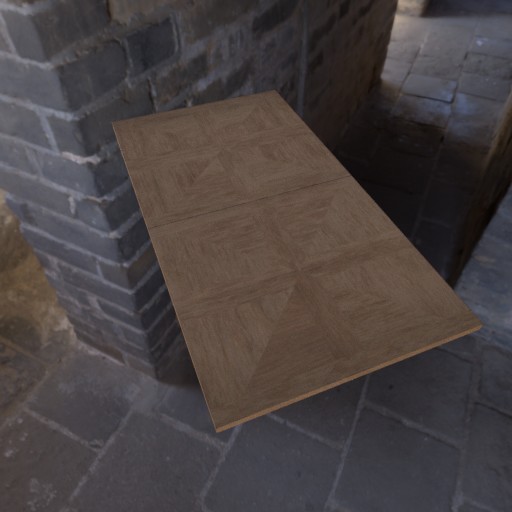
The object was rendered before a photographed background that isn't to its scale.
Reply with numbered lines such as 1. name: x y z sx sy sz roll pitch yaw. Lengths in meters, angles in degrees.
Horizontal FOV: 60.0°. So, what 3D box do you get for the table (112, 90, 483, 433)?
1. table: 0.000 0.000 2.346 1.016 0.768 1.881 -16 50 -15
